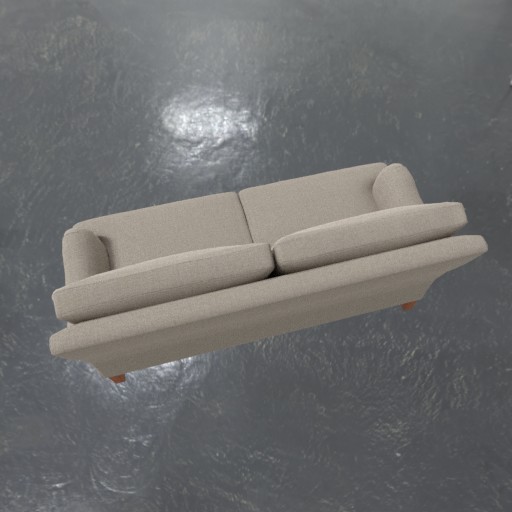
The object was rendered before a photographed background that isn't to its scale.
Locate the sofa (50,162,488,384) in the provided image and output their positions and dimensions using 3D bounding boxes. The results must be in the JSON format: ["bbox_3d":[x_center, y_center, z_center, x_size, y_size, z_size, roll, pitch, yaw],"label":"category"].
[{"bbox_3d":[0.000,0.000,2.677,2.160,1.054,1.087,-13,58,-8],"label":"sofa"}]
